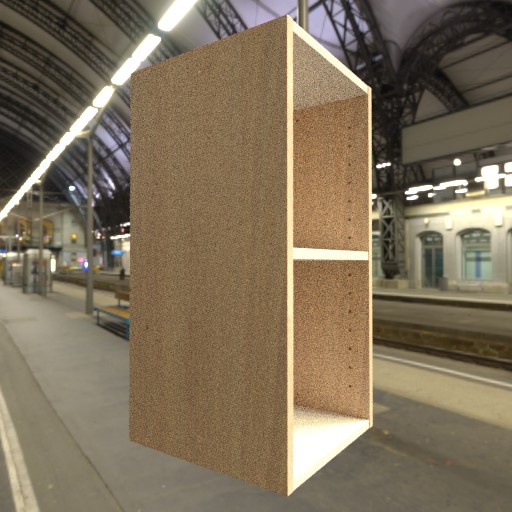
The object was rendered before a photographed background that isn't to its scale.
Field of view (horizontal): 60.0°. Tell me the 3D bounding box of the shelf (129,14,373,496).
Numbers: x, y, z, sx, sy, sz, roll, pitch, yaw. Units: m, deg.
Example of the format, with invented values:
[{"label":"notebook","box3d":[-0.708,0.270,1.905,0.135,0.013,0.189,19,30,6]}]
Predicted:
[{"label":"shelf","box3d":[0.000,0.000,0.748,0.297,0.594,0.290,-1,-1,35]}]
